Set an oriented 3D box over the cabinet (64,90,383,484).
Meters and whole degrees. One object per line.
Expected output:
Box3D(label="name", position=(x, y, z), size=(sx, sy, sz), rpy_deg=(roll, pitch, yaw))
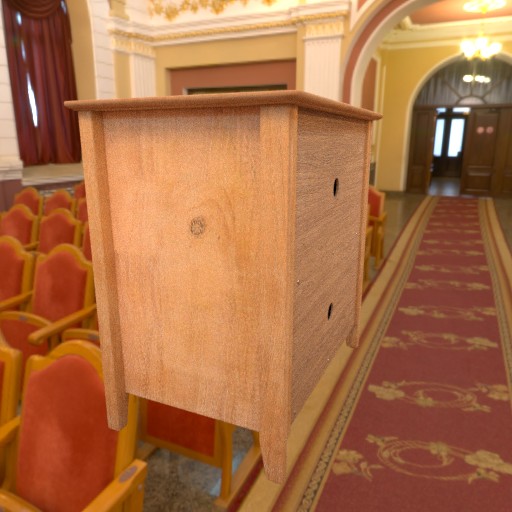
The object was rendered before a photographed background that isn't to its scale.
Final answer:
Box3D(label="cabinet", position=(0.000, 0.000, 1.210), size=(0.503, 0.762, 0.763), rpy_deg=(7, 16, 24))
